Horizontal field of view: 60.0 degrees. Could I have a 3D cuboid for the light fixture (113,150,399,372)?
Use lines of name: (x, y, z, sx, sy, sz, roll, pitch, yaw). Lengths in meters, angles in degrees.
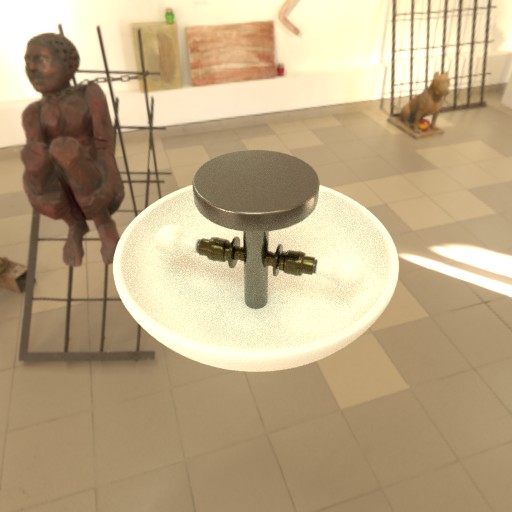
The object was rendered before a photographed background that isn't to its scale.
light fixture: (0.000, 0.000, 0.537, 0.330, 0.214, 0.330, 0, 40, 0)
